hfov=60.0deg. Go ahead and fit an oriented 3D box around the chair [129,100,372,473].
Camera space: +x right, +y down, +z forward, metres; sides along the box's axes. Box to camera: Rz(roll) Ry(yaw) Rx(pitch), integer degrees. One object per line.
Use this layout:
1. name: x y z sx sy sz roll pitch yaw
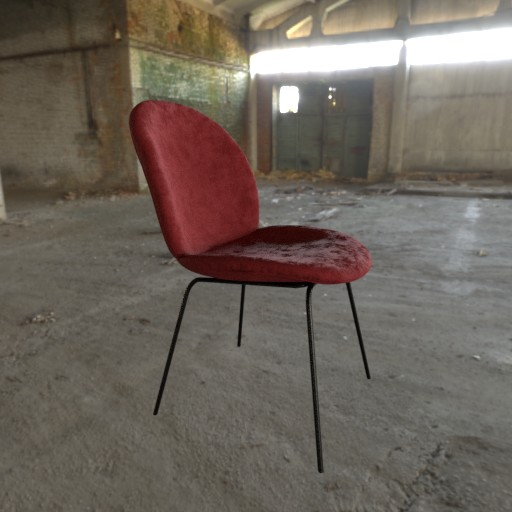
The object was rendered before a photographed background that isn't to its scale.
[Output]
1. chair: 0.000 0.000 1.163 0.587 0.791 0.458 7 16 26
